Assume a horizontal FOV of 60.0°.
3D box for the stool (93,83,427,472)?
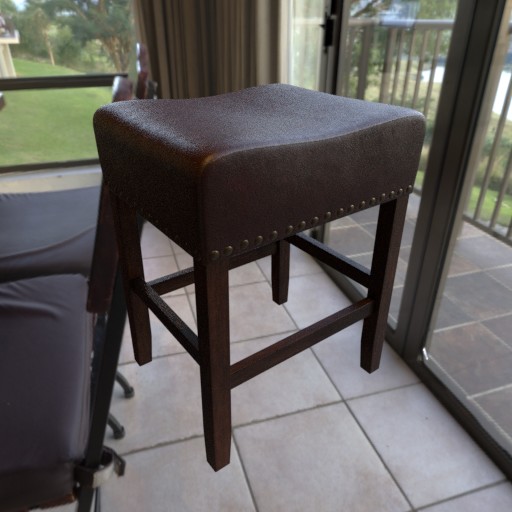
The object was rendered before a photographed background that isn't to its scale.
[{"bbox_3d":[0.000,0.000,0.927,0.465,0.608,0.397,-20,35,-31],"label":"stool"}]
